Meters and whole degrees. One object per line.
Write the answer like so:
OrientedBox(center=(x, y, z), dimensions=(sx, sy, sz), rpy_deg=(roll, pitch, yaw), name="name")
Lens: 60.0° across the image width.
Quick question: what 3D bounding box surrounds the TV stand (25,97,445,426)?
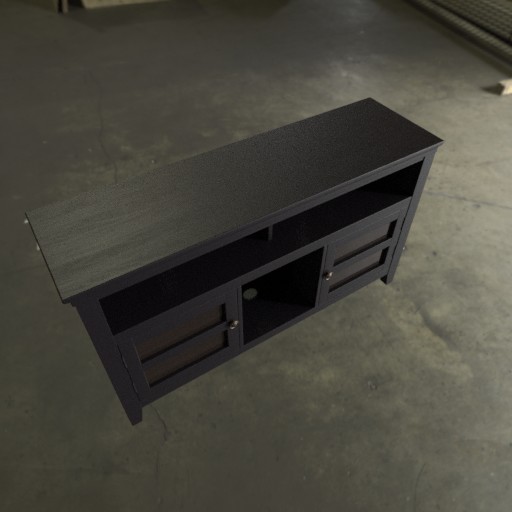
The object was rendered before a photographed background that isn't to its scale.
OrientedBox(center=(0.000, 0.000, 1.511), dimensions=(1.198, 0.681, 0.347), rpy_deg=(-24, 51, -22), name="TV stand")
